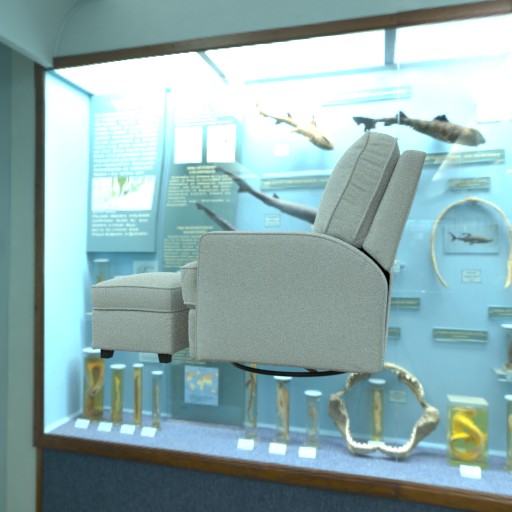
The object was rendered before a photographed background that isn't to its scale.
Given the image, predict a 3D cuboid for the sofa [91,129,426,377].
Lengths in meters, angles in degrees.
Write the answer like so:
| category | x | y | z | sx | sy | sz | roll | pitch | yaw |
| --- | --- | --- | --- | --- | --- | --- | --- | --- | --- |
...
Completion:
| category | x | y | z | sx | sy | sz | roll | pitch | yaw |
| --- | --- | --- | --- | --- | --- | --- | --- | --- | --- |
| sofa | 0.000 | 0.000 | 2.101 | 1.472 | 0.959 | 0.861 | 0 | -1 | 18 |
